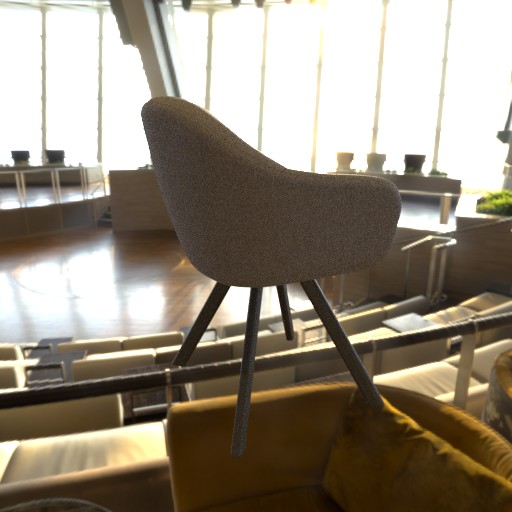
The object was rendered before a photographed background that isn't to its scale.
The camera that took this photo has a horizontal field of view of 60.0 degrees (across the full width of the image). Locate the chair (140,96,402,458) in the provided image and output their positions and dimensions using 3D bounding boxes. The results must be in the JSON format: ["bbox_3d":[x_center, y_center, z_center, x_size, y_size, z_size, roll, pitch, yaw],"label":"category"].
[{"bbox_3d":[0.000,0.000,1.192,0.550,0.795,0.590,-8,18,-26],"label":"chair"}]
